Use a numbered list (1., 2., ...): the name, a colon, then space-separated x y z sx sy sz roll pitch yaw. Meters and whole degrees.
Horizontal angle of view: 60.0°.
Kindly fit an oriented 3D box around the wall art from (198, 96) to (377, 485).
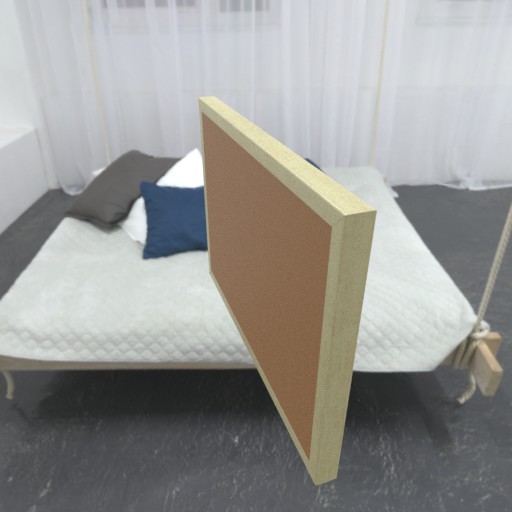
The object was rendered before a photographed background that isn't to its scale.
1. wall art: 0.000 0.000 0.690 0.032 0.381 0.533 -10 32 -17
